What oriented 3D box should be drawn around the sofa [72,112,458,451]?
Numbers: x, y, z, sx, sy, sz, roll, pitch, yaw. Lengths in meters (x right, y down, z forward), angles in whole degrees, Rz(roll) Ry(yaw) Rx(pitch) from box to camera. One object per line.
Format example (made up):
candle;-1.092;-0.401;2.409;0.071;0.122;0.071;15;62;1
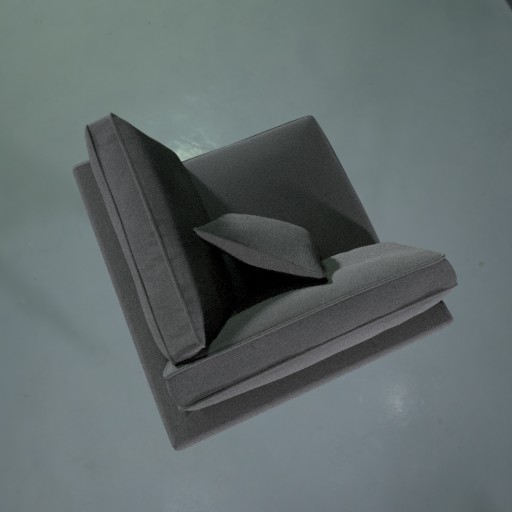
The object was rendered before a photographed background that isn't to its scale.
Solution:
sofa;0.000;0.000;1.921;1.084;1.002;1.146;-23;77;-5
